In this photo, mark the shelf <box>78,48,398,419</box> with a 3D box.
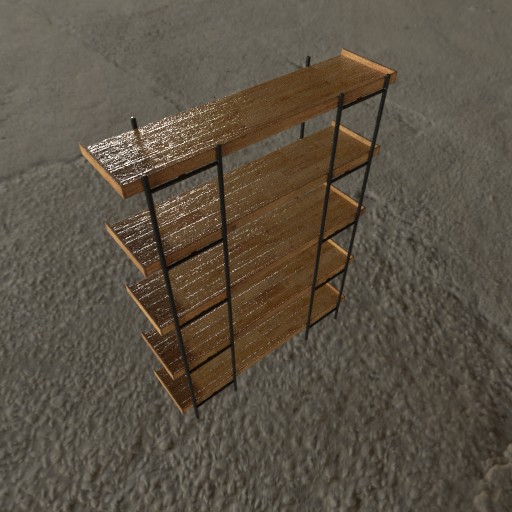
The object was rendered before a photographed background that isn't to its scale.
[{"bbox_3d":[0.000,0.000,2.455,1.371,1.826,0.379,-30,53,-25],"label":"shelf"}]
